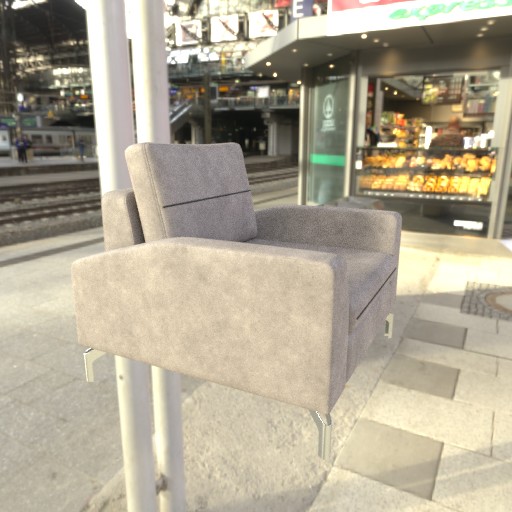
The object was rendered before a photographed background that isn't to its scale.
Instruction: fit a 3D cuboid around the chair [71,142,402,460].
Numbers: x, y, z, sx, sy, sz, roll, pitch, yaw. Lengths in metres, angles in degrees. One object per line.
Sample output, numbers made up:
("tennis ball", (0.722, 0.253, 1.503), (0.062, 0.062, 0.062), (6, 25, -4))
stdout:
("chair", (0.000, 0.000, 1.610), (0.900, 0.800, 0.900), (7, 16, 26))
